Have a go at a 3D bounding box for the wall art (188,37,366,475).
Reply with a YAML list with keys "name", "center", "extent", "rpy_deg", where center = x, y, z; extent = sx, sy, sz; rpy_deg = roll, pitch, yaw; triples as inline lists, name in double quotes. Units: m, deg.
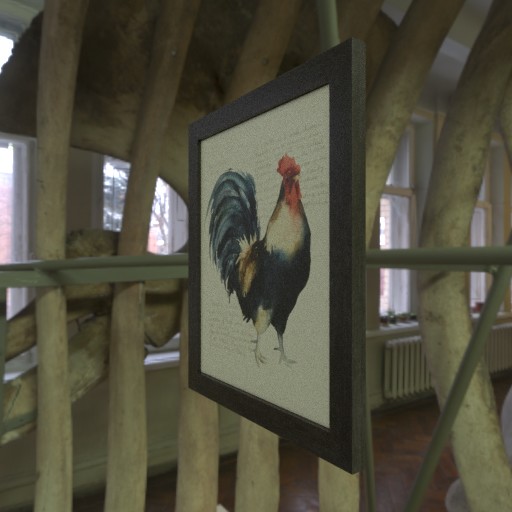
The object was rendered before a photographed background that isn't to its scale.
- name: "wall art"
  center: [0.000, 0.000, 0.790]
  extent: [0.027, 0.580, 0.479]
  rpy_deg: [0, 0, -35]
